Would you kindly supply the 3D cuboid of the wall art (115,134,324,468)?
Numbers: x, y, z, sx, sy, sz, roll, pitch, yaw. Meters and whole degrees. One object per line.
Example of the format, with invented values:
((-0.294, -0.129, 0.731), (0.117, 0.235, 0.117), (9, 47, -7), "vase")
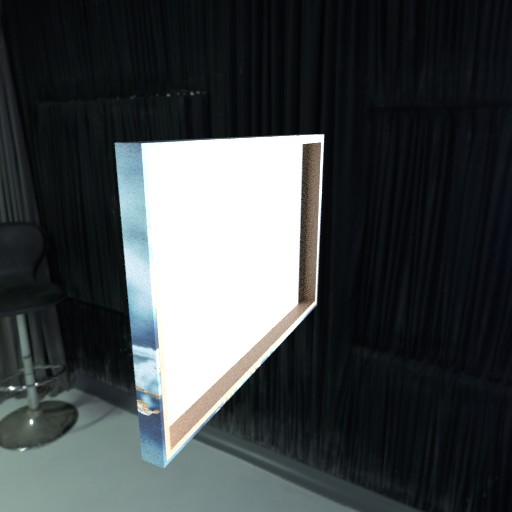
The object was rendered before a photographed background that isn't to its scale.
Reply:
((0.000, 0.000, 0.782), (0.036, 0.405, 0.607), (8, 18, 25), "wall art")
